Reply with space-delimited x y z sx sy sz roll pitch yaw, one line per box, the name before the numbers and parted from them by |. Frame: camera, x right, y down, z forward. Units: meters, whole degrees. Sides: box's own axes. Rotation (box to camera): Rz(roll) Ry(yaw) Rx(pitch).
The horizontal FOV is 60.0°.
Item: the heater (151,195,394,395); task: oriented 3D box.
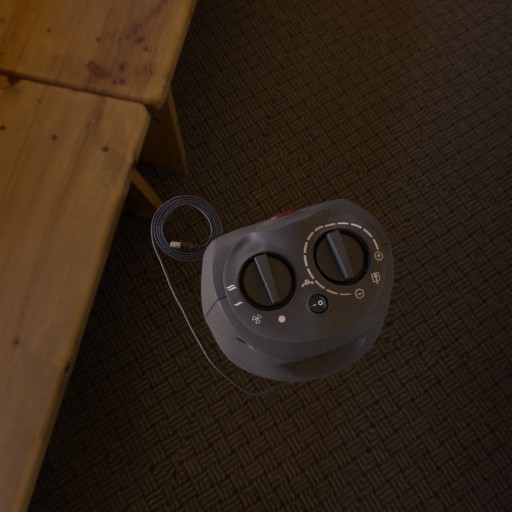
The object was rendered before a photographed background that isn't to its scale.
heater | 0.000 0.000 0.478 0.239 0.255 0.291 -18 77 -4
